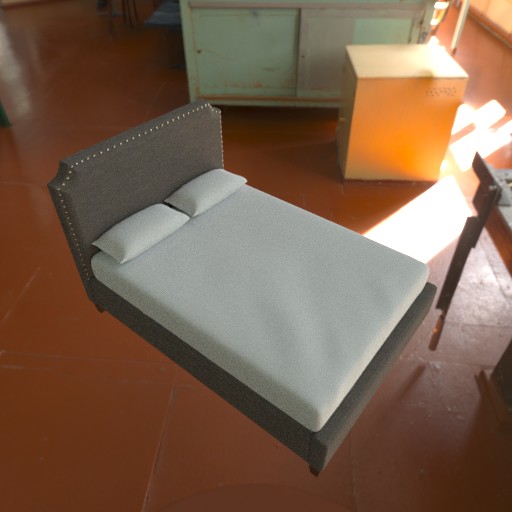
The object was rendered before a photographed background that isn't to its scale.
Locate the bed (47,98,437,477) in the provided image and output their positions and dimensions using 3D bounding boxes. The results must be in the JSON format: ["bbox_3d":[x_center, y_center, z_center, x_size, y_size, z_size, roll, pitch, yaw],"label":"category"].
[{"bbox_3d":[0.000,0.000,3.422,2.381,1.457,1.713,28,48,28],"label":"bed"}]
